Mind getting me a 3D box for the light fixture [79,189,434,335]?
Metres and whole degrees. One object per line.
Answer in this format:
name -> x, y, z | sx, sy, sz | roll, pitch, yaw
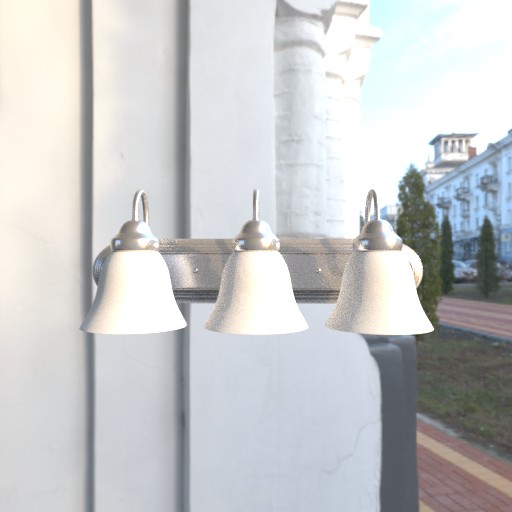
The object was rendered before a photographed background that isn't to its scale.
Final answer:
light fixture -> 0.000, 0.000, 0.721 | 0.610, 0.222, 0.199 | 0, -1, 1
